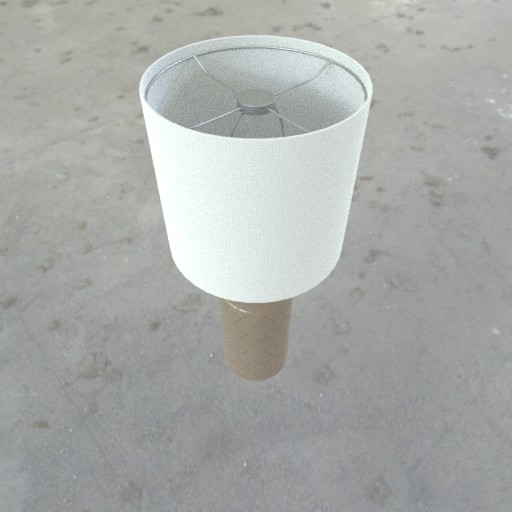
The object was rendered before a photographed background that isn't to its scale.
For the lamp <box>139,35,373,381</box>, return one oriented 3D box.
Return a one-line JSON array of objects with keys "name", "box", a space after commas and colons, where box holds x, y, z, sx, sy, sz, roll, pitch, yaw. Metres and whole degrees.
[{"name": "lamp", "box": [0.000, 0.000, 0.564, 0.207, 0.461, 0.207, -31, 54, -27]}]
